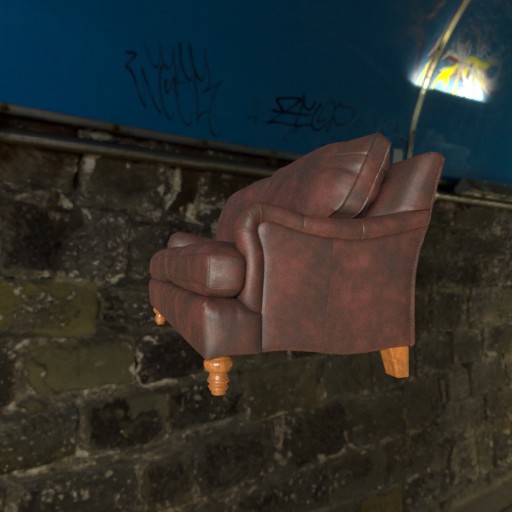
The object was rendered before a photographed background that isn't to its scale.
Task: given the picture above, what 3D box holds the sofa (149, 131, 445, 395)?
[{"bbox_3d":[0.000,0.000,2.777,1.147,1.071,2.144,0,0,-19],"label":"sofa"}]
